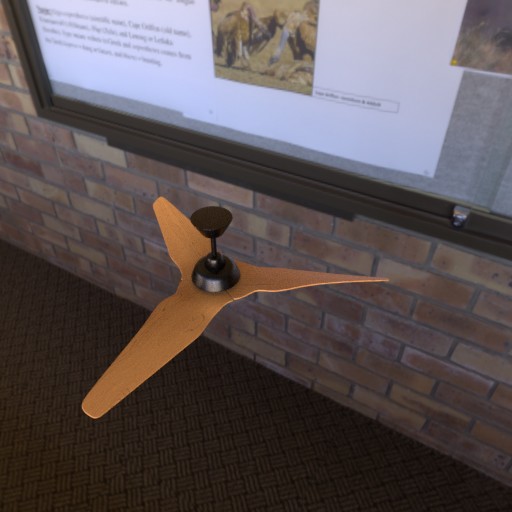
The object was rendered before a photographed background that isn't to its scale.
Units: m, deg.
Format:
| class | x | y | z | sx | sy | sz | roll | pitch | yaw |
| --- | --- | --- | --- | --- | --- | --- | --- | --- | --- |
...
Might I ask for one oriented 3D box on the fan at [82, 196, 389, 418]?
| class | x | y | z | sx | sy | sz | roll | pitch | yaw |
| --- | --- | --- | --- | --- | --- | --- | --- | --- | --- |
| fan | 0.000 | 0.000 | 1.632 | 1.010 | 0.355 | 1.142 | -1 | 39 | -1 |
